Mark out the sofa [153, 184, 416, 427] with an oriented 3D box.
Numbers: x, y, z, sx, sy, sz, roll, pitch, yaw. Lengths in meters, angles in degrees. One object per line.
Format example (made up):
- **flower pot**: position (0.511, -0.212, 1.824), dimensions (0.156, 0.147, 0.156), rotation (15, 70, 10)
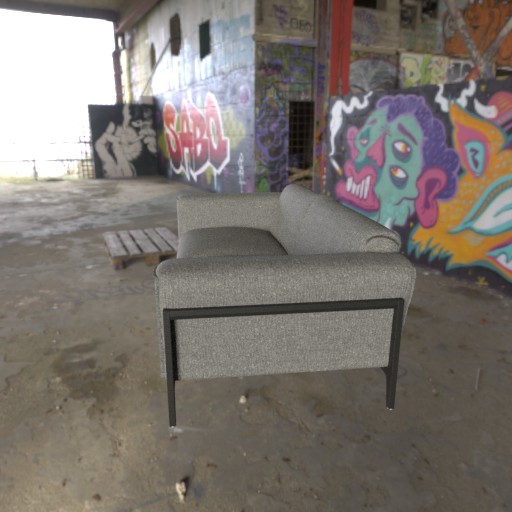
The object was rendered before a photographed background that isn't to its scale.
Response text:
- **sofa**: position (0.000, 0.000, 2.607), dimensions (0.985, 0.703, 2.125), rotation (-2, 15, -7)
